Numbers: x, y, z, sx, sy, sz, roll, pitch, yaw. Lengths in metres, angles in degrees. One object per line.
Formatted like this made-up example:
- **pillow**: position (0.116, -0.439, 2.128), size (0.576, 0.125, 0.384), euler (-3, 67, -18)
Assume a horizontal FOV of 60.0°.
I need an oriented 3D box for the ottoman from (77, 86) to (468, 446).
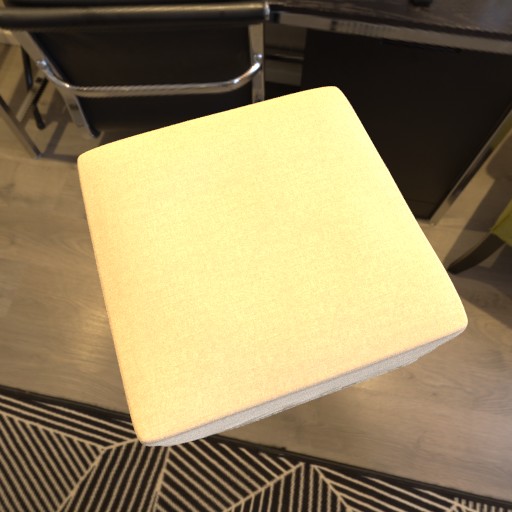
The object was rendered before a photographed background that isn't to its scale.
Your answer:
- **ottoman**: position (0.000, 0.000, 1.312), size (0.840, 0.436, 0.843), euler (-17, 67, -8)
